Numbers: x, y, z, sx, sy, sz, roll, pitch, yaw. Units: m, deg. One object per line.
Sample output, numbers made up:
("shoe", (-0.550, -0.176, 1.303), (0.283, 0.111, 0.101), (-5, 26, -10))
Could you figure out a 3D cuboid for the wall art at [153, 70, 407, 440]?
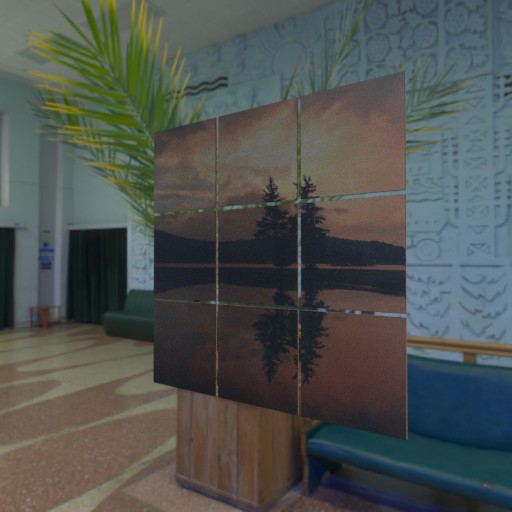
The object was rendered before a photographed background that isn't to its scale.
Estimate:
("wall art", (0.000, 0.000, 2.271), (1.520, 1.525, 0.013), (-1, -1, 35))
